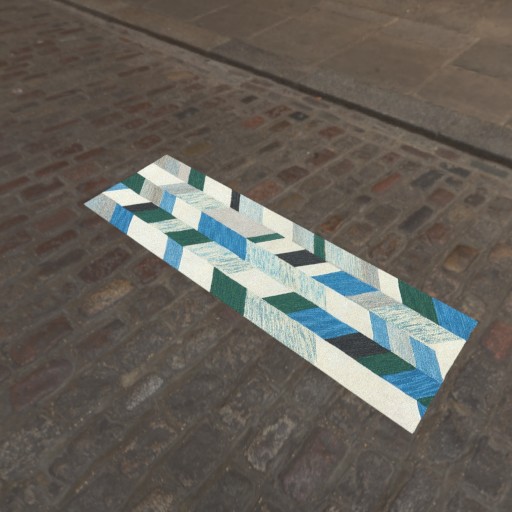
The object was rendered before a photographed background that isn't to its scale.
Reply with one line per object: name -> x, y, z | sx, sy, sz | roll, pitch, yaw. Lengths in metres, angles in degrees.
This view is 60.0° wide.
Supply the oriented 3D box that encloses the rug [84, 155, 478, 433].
rug -> 0.000, 0.000, 2.686 | 2.437, 0.008, 0.774 | 31, 54, 26
